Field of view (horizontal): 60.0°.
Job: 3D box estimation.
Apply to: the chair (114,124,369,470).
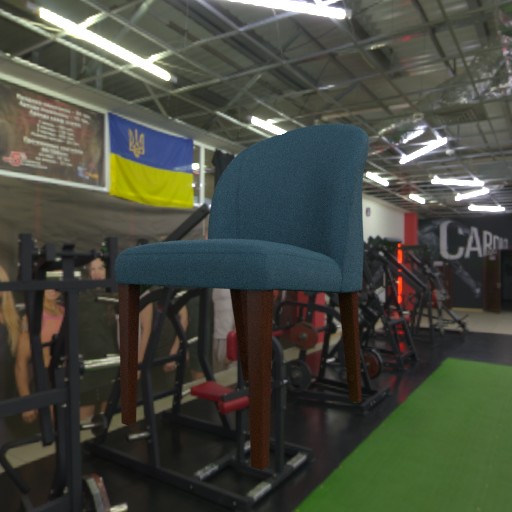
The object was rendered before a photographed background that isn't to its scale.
[{"bbox_3d":[0.000,0.000,1.257,0.507,0.879,0.620,0,-1,36],"label":"chair"}]
